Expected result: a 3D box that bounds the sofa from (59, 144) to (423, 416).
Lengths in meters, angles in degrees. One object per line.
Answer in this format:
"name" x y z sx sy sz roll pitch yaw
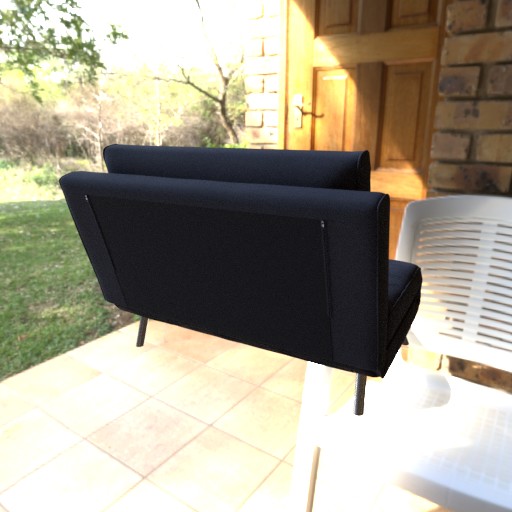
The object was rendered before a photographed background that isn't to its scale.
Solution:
"sofa" 0.000 0.000 1.849 1.220 0.910 0.910 9 19 28
